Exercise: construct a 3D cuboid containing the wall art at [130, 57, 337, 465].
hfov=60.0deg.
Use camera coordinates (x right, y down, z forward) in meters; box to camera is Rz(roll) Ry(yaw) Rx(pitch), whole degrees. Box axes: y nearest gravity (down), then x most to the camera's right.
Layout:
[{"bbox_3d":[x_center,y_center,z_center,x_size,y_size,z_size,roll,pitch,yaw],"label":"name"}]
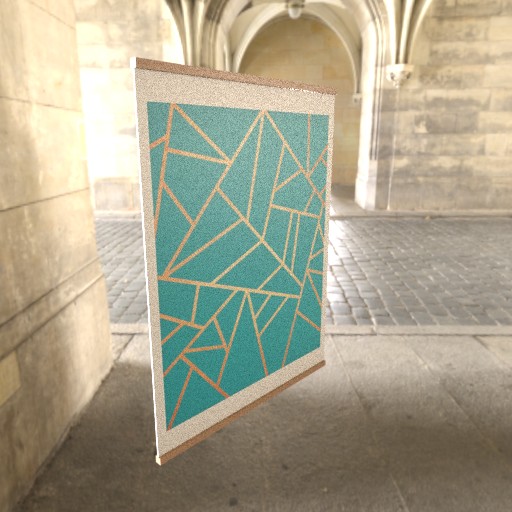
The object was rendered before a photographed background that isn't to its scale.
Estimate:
[{"bbox_3d":[0.000,0.000,0.803,0.012,0.608,0.459,13,19,42],"label":"wall art"}]
